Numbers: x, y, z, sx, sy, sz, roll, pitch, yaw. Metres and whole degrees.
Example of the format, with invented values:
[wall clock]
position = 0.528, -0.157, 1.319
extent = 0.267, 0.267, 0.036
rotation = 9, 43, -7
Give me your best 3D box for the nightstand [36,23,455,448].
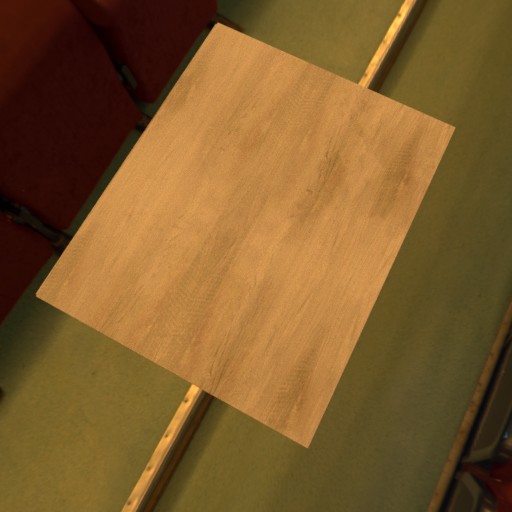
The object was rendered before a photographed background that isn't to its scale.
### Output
[nightstand]
position = 0.000, 0.000, 0.748
extent = 0.347, 0.448, 0.427
rotation = 27, 76, 7
